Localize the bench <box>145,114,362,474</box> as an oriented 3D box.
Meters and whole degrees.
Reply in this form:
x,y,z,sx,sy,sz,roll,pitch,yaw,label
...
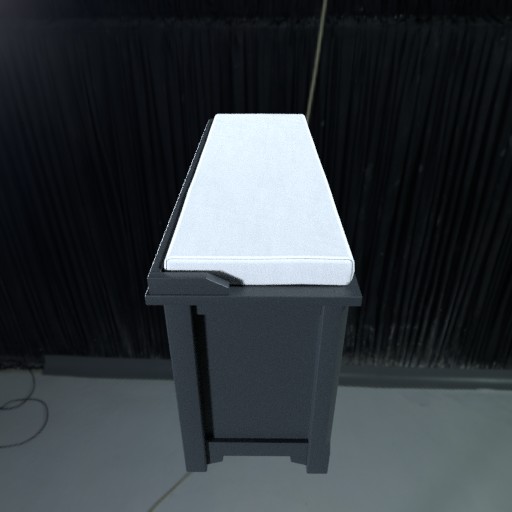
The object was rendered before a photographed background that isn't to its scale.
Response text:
x,y,z,sx,sy,sz,roll,pitch,yaw,label
0.000,0.000,1.230,0.345,0.561,0.973,0,31,0,bench
